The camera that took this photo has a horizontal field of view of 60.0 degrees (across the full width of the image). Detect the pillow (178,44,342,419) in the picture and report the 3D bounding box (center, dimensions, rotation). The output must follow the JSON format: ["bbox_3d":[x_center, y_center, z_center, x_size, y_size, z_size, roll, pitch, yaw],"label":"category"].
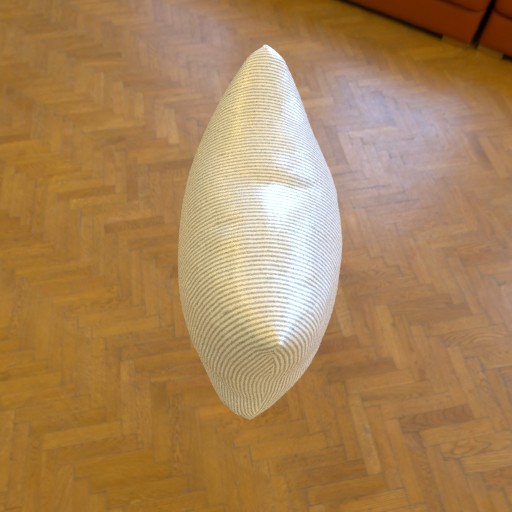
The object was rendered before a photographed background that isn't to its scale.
[{"bbox_3d":[0.000,0.000,0.693,0.310,0.432,0.387,30,64,16],"label":"pillow"}]
